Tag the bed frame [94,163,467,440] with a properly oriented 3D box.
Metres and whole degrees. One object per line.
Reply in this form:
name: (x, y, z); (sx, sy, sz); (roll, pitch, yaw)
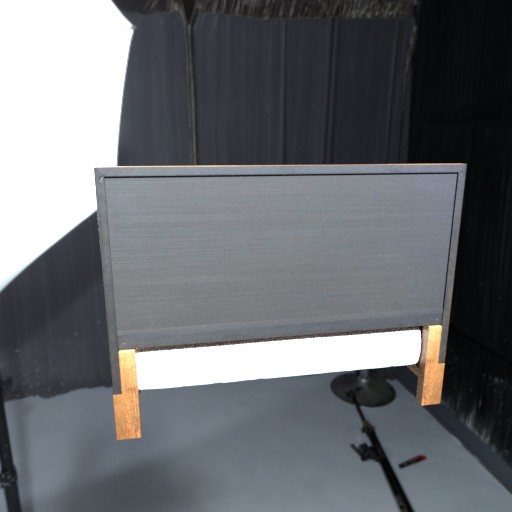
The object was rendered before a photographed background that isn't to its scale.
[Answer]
bed frame: (0.000, 0.000, 3.603); (2.038, 1.537, 2.235); (-3, 14, -10)
